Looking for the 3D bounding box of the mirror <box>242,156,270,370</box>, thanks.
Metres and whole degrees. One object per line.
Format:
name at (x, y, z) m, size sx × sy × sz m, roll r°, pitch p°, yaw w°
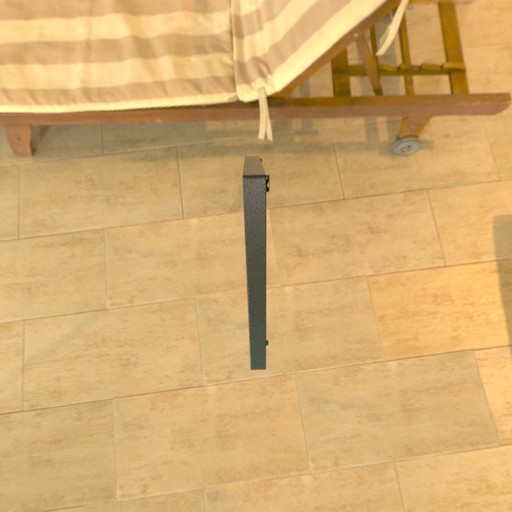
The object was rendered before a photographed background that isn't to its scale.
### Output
mirror at (0.000, 0.000, 0.841) m, size 0.032 × 0.679 × 0.419 m, roll -2°, pitch 74°, yaw 0°
